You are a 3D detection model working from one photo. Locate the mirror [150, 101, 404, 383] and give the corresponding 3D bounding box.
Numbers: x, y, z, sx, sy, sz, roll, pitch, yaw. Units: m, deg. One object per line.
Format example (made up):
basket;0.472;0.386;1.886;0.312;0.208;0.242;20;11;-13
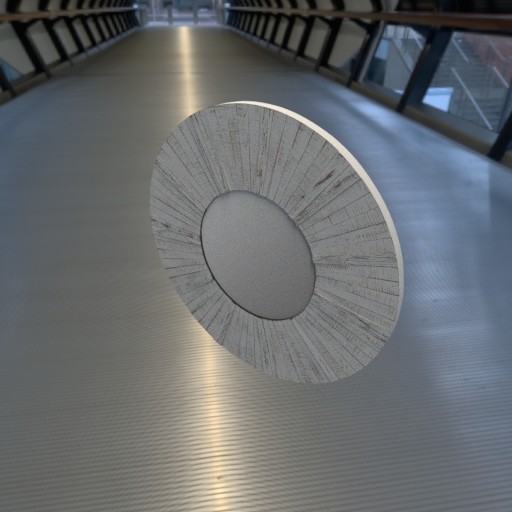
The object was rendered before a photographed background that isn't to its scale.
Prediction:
mirror;0.000;0.000;1.376;0.914;0.914;0.038;20;36;31
